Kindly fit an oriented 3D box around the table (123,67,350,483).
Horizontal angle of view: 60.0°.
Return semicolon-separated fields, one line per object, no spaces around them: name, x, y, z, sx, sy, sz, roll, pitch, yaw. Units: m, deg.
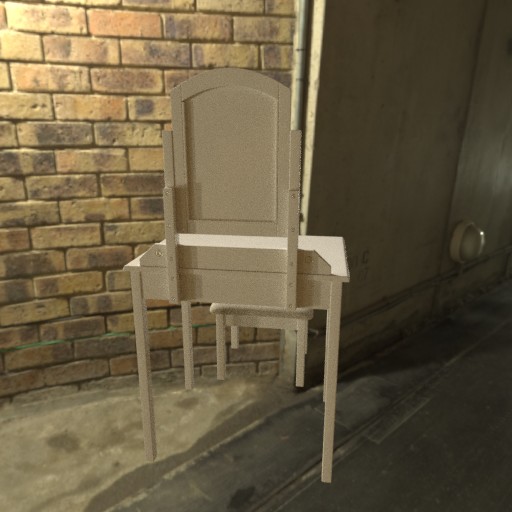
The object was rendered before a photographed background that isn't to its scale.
table;0.000;0.000;2.256;0.876;1.631;1.211;2;16;9
